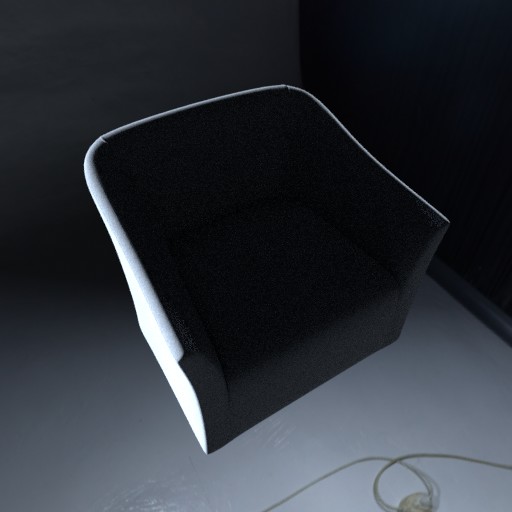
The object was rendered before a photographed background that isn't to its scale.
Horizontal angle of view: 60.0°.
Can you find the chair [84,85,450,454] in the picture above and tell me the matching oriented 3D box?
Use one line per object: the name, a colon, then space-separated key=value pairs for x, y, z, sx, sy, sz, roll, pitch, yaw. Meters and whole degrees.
chair: x=0.000 y=0.000 z=1.367 sx=0.790 sy=0.720 sz=0.700 roll=-24 pitch=50 yaw=-22
